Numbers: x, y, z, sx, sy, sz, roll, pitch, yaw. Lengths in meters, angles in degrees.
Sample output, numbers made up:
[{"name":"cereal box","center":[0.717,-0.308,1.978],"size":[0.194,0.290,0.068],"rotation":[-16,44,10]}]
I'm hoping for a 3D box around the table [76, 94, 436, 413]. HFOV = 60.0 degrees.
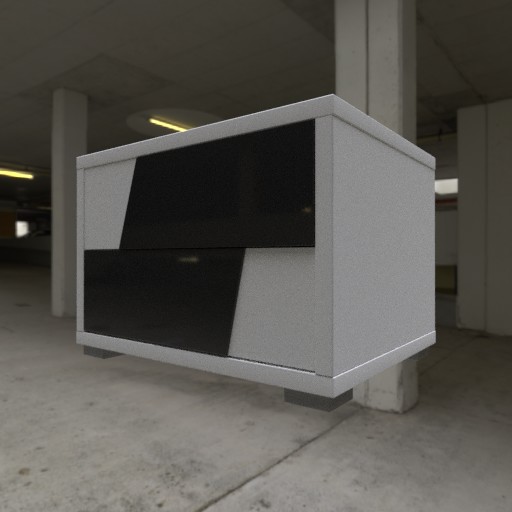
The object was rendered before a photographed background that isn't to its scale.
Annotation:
[{"name":"table","center":[0.000,0.000,0.804],"size":[0.517,0.357,0.399],"rotation":[0,0,37]}]
